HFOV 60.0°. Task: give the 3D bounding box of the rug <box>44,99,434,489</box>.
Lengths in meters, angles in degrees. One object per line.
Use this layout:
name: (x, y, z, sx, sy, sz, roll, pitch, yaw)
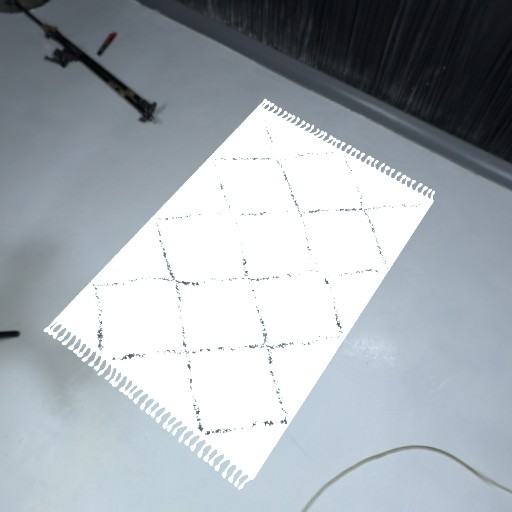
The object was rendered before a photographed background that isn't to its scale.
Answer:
rug: (0.000, 0.000, 2.882, 1.494, 0.031, 2.307, 33, 69, 15)
